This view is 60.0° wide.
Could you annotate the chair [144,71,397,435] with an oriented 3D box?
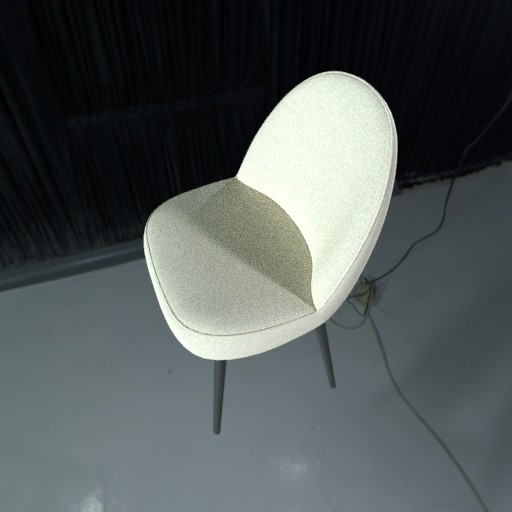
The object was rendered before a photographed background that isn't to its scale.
[{"bbox_3d":[0.000,0.000,1.153,0.540,0.838,0.532,-17,50,-15],"label":"chair"}]
